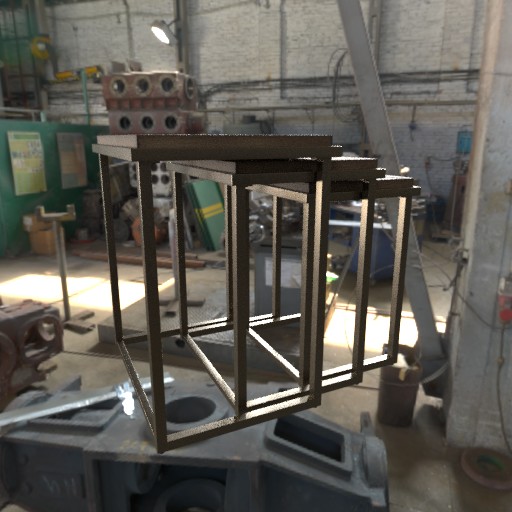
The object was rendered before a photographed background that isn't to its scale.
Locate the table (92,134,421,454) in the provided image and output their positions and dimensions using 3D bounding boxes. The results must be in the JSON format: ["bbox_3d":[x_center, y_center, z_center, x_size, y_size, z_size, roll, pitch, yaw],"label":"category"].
[{"bbox_3d":[0.000,0.000,1.163,0.706,0.610,0.559,-7,16,-25],"label":"table"}]
